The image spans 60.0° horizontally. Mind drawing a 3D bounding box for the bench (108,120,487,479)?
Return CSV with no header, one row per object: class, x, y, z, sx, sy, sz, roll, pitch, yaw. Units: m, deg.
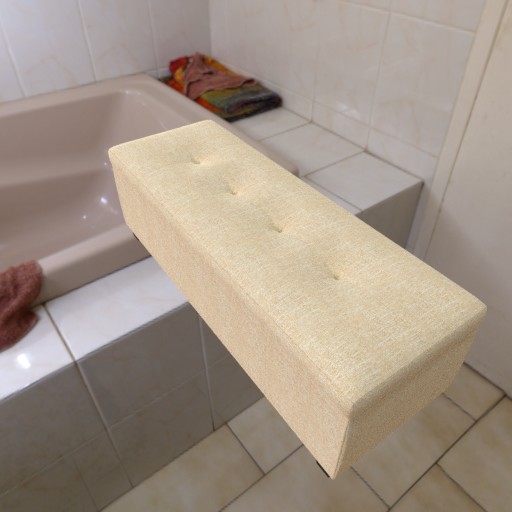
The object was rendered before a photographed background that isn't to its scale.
bench,0.000,0.000,1.381,0.432,0.406,1.219,-25,47,-26
